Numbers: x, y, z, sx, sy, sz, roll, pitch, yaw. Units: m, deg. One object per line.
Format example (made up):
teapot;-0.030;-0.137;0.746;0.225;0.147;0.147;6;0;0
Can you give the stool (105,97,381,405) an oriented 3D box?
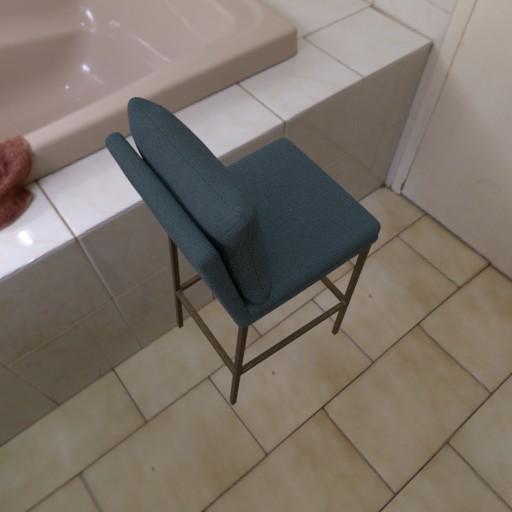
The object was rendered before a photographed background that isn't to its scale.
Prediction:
stool;0.000;0.000;1.422;0.568;1.124;0.463;-31;62;-19
